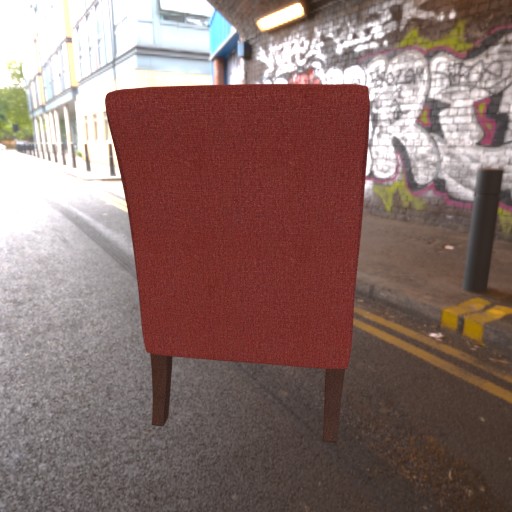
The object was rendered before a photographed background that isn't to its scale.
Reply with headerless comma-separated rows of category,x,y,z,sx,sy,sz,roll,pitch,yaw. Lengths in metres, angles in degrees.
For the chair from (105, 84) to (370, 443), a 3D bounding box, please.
chair,0.000,0.000,1.253,0.538,0.846,0.640,2,15,9
